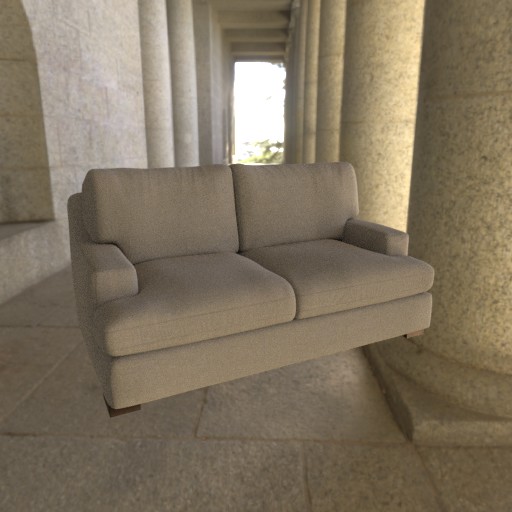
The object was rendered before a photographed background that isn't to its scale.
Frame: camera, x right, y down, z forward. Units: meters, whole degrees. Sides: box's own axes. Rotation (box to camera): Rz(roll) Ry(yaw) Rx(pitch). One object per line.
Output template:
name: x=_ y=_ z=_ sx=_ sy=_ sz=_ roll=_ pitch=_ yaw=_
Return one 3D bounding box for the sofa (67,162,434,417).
sofa: x=0.000 y=0.000 z=2.466 sx=1.855 sy=0.980 sz=0.962 roll=-7 pitch=16 yaw=-26
